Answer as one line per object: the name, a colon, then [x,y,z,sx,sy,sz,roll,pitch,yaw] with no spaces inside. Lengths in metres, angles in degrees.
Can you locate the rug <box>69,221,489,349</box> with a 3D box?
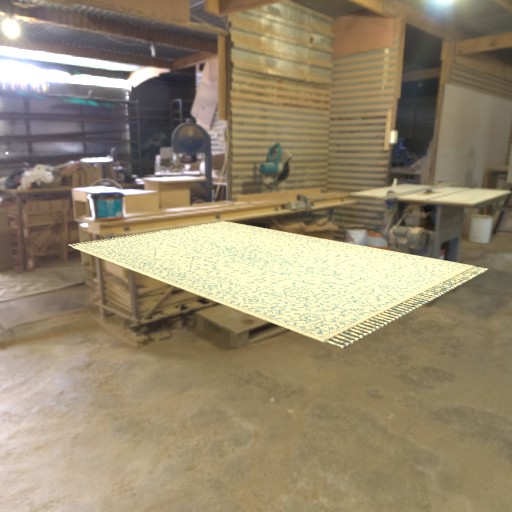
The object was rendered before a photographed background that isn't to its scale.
rug: [0.000,0.000,2.979,1.524,0.010,2.438,-13,19,-43]
